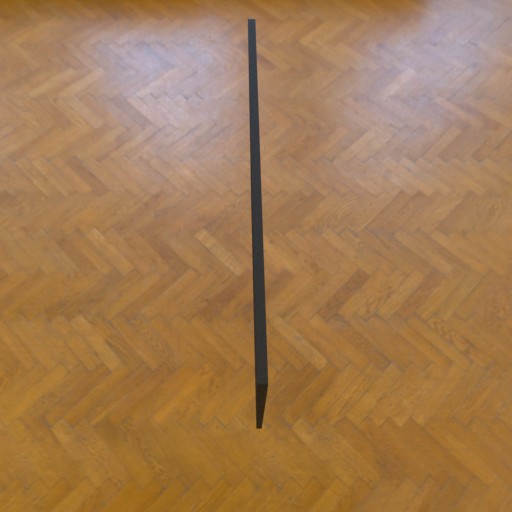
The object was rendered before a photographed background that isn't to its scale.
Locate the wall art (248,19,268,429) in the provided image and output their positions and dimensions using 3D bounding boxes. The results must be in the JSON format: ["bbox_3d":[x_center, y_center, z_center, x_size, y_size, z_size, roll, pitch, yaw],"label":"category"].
[{"bbox_3d":[0.000,0.000,0.828,0.012,0.558,0.562,-1,64,-1],"label":"wall art"}]
